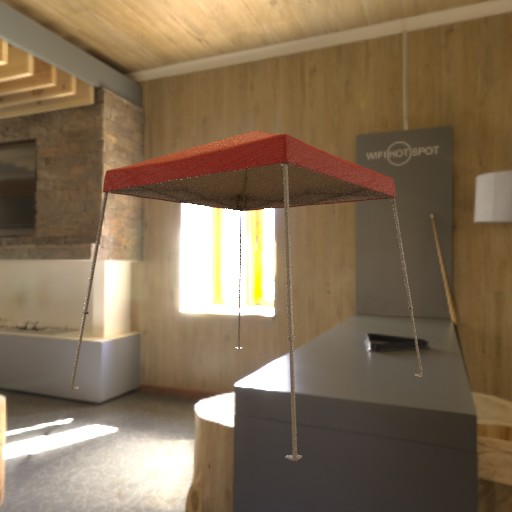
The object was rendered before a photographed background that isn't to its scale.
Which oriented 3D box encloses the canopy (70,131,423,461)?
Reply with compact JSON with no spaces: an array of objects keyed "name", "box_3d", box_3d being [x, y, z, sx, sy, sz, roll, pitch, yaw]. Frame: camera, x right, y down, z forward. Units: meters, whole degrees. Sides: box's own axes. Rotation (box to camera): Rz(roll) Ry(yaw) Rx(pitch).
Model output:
[{"name":"canopy","box_3d":[0.000,0.000,6.360,3.600,3.600,3.599,-1,-1,37]}]
